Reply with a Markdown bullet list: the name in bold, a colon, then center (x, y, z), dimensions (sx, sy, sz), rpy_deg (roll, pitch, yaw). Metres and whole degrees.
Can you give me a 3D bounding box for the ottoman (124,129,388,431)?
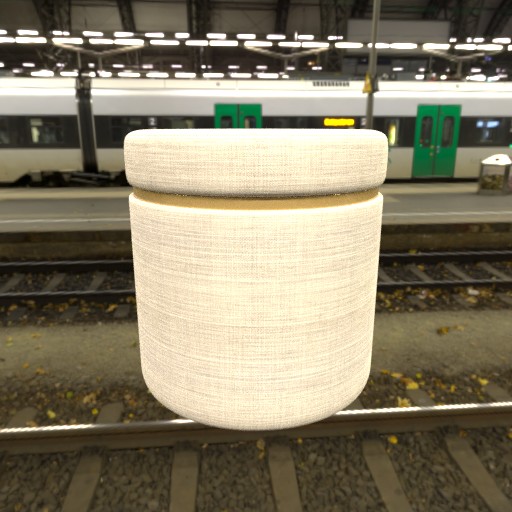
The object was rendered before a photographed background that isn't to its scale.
- **ottoman**: center (0.000, 0.000, 0.744), dimensions (0.400, 0.406, 0.400), rpy_deg (0, 15, 0)
